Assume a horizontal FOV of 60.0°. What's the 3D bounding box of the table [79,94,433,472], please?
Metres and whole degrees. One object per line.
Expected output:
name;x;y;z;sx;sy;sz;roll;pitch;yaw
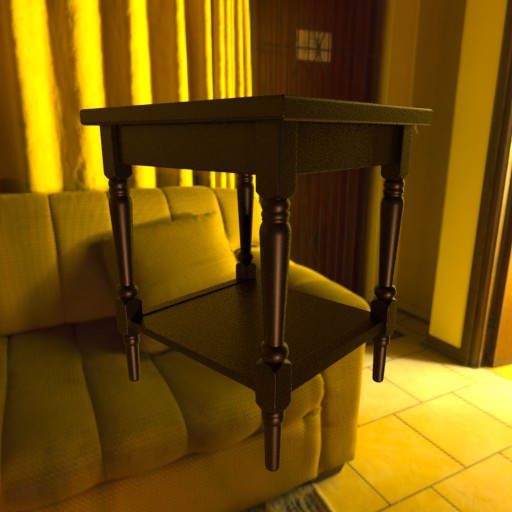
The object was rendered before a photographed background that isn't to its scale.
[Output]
table;0.000;0.000;0.896;0.488;0.565;0.442;14;20;41
